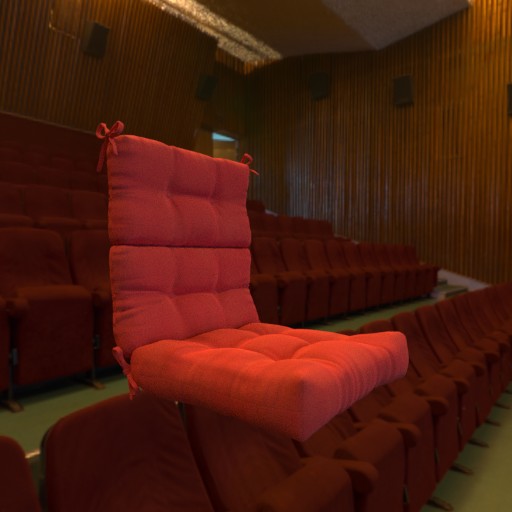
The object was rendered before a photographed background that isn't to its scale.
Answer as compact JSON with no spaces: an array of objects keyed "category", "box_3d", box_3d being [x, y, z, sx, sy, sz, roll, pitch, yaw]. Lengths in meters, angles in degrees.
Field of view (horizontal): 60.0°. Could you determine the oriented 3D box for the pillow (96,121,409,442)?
[{"category":"pillow","box_3d":[0.000,0.000,1.025,0.571,0.605,0.519,0,0,38]}]
